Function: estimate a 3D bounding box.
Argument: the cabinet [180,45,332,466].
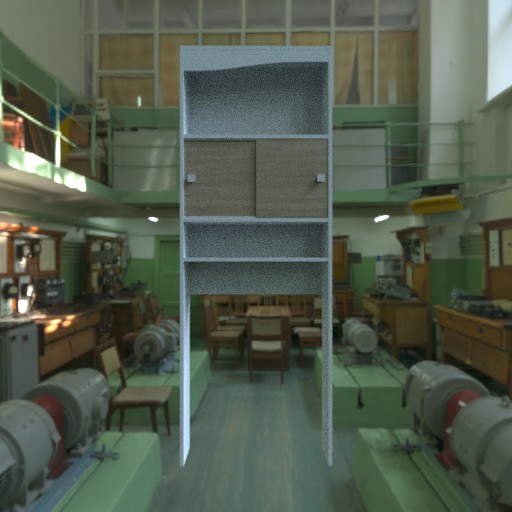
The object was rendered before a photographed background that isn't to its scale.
[{"bbox_3d":[0.000,0.000,1.950,0.643,1.770,0.192,0,0,0],"label":"cabinet"}]
